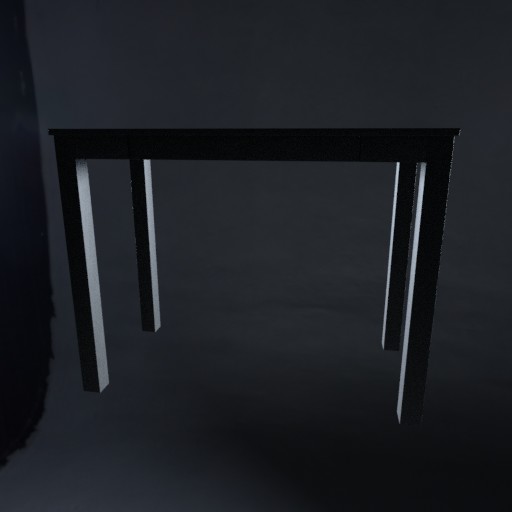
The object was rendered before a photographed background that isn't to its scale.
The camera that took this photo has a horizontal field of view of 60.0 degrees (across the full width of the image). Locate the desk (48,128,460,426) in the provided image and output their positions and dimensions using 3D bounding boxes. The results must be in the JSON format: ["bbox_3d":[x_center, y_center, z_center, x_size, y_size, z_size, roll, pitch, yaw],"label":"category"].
[{"bbox_3d":[0.000,0.000,1.386,0.991,0.762,0.499,3,16,9],"label":"desk"}]
